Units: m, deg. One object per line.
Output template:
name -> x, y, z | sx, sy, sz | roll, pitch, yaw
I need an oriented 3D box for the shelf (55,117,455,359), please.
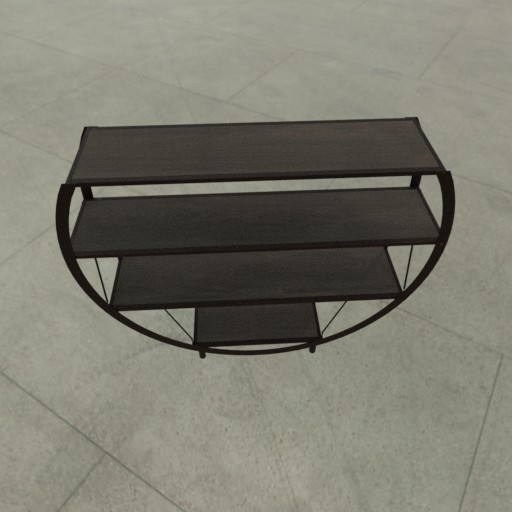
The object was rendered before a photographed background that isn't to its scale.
shelf -> 0.000, 0.000, 1.881 | 1.403, 1.063, 0.344 | -2, 46, -2
